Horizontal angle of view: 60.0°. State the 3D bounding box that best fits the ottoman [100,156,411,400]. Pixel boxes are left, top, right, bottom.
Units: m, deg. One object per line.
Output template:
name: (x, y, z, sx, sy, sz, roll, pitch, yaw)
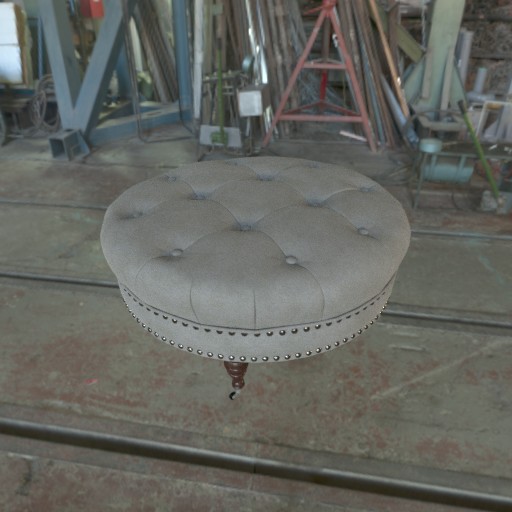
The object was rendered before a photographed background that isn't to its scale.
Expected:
ottoman: (0.000, 0.000, 1.411, 0.901, 0.439, 0.901, 0, 31, 0)
